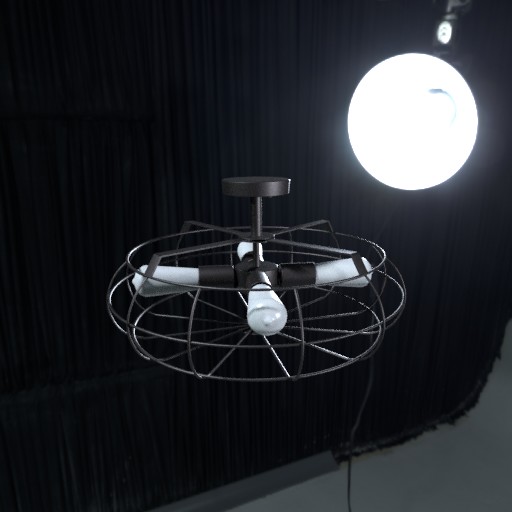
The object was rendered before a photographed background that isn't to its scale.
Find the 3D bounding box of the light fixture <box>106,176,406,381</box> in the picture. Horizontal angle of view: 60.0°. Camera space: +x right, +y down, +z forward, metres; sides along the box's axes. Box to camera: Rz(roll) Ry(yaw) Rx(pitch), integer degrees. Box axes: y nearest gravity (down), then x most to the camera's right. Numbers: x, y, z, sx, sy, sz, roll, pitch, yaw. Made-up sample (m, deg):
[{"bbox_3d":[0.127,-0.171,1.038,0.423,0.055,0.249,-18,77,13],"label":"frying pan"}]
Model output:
[{"bbox_3d":[0.000,0.000,0.899,0.582,0.311,0.582,0,15,0],"label":"light fixture"}]
